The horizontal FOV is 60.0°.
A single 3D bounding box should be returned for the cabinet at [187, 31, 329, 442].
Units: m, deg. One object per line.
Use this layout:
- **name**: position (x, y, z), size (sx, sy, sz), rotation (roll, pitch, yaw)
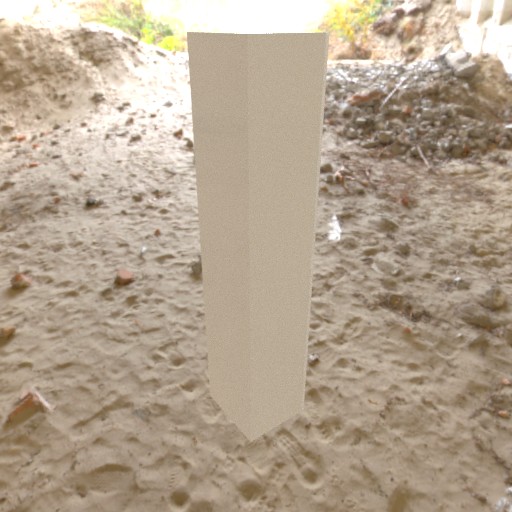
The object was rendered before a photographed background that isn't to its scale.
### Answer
- **cabinet**: position (0.000, 0.000, 1.552), size (0.270, 1.400, 0.300), rotation (-19, 33, -32)
